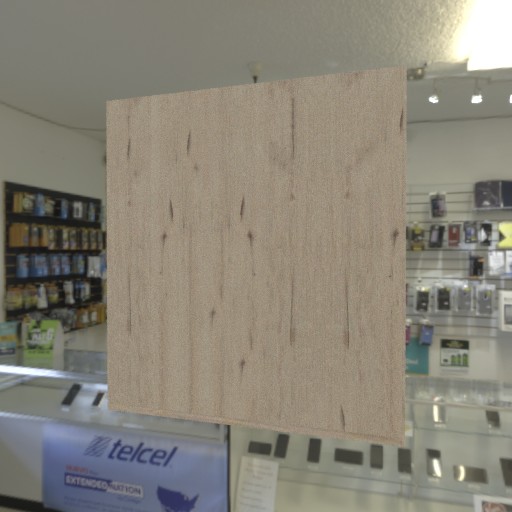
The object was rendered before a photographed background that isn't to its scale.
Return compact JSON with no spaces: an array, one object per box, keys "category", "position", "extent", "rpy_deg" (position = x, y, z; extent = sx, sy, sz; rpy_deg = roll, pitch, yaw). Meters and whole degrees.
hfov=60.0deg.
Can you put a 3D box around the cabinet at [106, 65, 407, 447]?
[{"category":"cabinet","position":[0.000,0.000,3.146],"extent":[2.000,2.180,0.660],"rpy_deg":[0,1,17]}]
